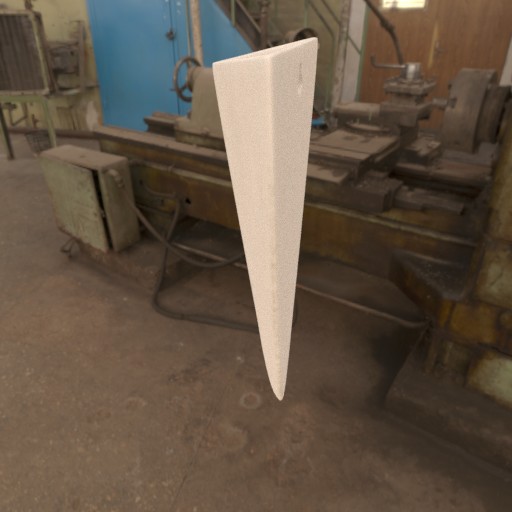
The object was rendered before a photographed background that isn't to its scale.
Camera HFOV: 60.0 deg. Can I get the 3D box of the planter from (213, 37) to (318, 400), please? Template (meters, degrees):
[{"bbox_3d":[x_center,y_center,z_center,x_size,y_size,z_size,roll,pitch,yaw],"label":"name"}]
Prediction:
[{"bbox_3d":[0.000,0.000,0.389,0.065,0.338,0.143,9,31,15],"label":"planter"}]
